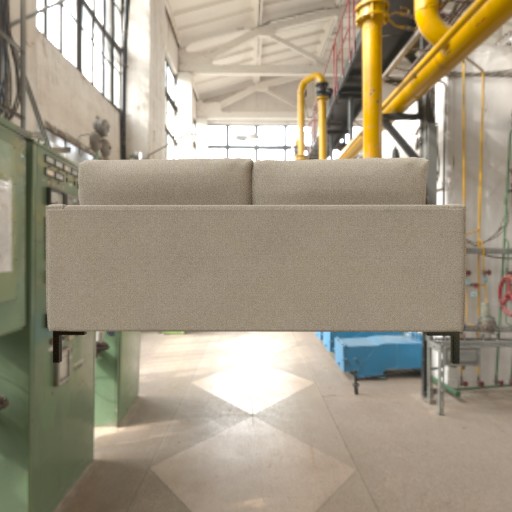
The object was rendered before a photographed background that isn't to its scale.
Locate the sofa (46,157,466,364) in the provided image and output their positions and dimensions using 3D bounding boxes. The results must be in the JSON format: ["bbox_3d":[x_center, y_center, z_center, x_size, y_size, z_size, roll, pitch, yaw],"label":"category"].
[{"bbox_3d":[0.000,0.000,2.163,1.682,0.840,0.875,0,0,1],"label":"sofa"}]
